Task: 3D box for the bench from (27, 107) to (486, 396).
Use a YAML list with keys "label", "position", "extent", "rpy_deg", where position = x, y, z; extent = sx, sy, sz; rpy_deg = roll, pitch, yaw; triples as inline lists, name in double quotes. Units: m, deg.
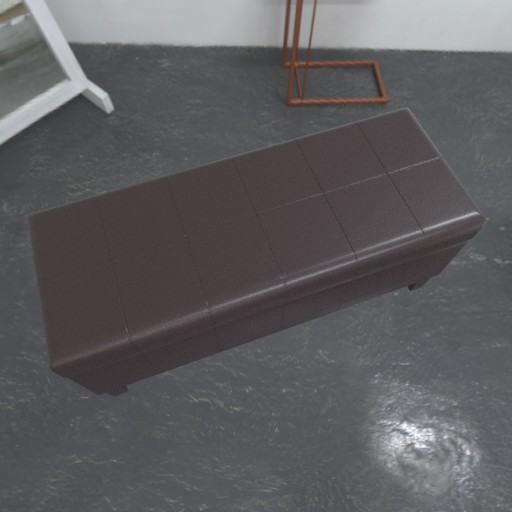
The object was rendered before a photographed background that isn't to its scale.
- label: "bench"
  position: [0.000, 0.000, 1.301]
  extent: [1.092, 0.457, 0.429]
  rpy_deg: [-18, 64, -9]
